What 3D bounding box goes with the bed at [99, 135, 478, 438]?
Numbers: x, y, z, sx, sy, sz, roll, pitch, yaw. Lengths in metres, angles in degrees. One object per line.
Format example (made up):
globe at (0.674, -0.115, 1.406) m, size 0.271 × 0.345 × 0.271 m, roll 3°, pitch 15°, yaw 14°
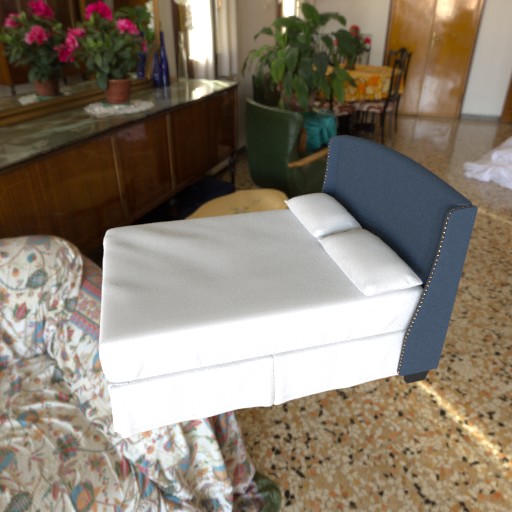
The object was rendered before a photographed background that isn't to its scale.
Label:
bed at (0.000, 0.000, 3.296) m, size 2.237 × 1.407 × 1.710 m, roll -8°, pitch 30°, yaw -13°
